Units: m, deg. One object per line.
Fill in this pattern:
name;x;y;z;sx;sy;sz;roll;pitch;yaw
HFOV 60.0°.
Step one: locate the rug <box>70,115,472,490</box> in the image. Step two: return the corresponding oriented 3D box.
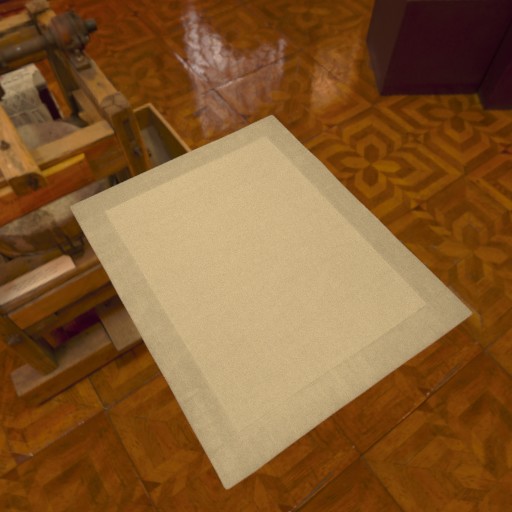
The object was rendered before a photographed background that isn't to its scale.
rug;0.000;0.000;4.037;2.430;0.018;2.976;-29;62;-17
